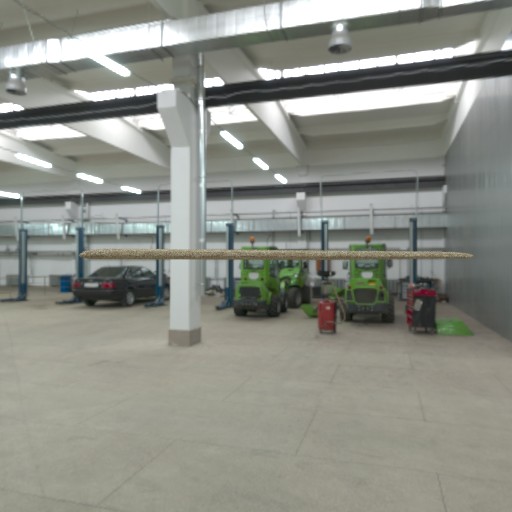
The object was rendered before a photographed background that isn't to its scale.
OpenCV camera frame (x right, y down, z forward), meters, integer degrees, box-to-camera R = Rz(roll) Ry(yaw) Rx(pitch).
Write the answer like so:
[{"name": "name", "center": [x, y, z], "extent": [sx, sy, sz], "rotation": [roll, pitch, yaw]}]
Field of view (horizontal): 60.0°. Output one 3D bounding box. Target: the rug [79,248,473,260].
[{"name": "rug", "center": [0.000, 0.000, 3.981], "extent": [2.873, 0.050, 2.242], "rotation": [0, -1, -19]}]
